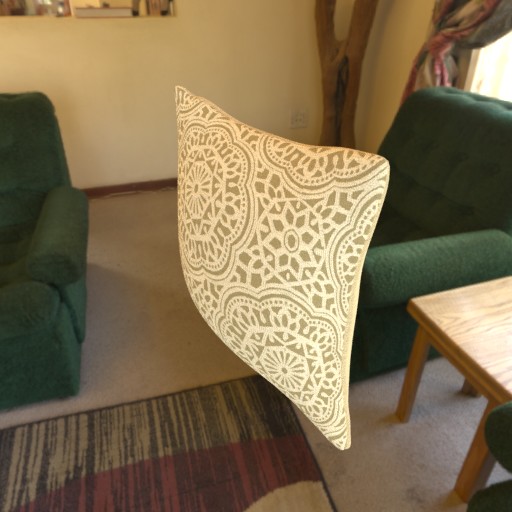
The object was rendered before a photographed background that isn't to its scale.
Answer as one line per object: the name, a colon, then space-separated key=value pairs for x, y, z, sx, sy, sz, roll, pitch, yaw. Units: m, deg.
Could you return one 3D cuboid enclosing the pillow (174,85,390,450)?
pillow: x=0.000 y=0.000 z=0.660 sx=0.167 sy=0.421 sz=0.438 roll=-20 pitch=36 yaw=-29
